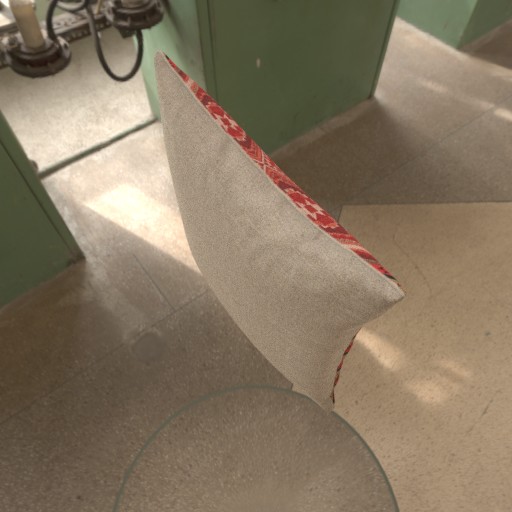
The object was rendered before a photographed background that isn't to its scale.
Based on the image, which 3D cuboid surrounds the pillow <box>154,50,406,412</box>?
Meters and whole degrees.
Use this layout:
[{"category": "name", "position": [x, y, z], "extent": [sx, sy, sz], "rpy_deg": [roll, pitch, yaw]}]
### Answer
[{"category": "pillow", "position": [0.000, 0.000, 0.777], "extent": [0.158, 0.511, 0.513], "rpy_deg": [-32, 63, -18]}]
